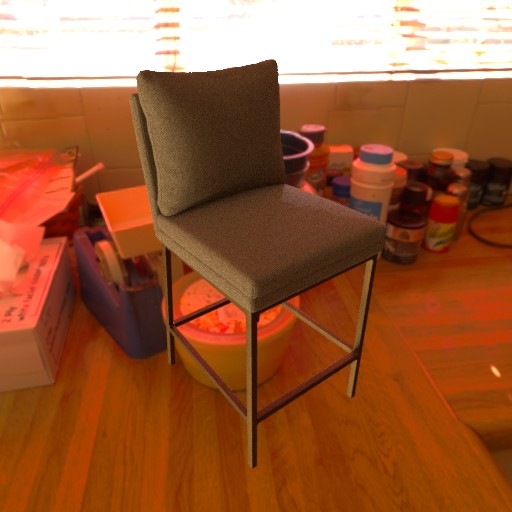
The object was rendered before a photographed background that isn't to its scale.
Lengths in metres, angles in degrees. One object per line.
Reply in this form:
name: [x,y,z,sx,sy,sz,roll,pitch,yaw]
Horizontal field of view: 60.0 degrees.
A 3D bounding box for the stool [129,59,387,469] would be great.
stool: [0.000,0.000,1.323,0.463,1.031,0.569,-22,37,-32]
